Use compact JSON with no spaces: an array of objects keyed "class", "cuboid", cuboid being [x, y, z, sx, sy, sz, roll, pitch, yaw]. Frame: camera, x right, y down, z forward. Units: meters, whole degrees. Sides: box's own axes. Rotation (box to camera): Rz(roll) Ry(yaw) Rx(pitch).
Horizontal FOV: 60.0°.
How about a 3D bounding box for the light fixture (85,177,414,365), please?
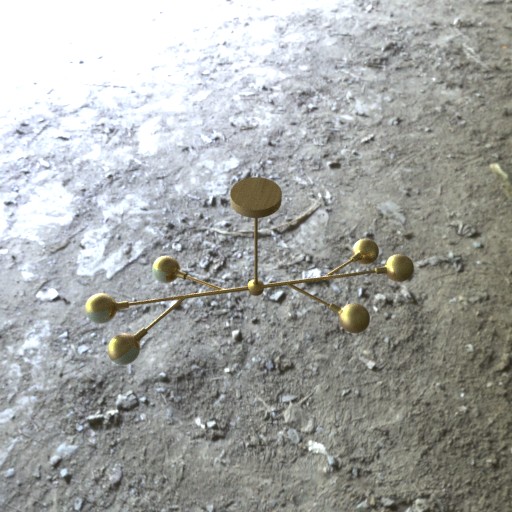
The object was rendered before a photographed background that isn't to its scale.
[{"class":"light fixture","cuboid":[0.000,0.000,0.997,0.778,0.362,0.434,4,47,4]}]
